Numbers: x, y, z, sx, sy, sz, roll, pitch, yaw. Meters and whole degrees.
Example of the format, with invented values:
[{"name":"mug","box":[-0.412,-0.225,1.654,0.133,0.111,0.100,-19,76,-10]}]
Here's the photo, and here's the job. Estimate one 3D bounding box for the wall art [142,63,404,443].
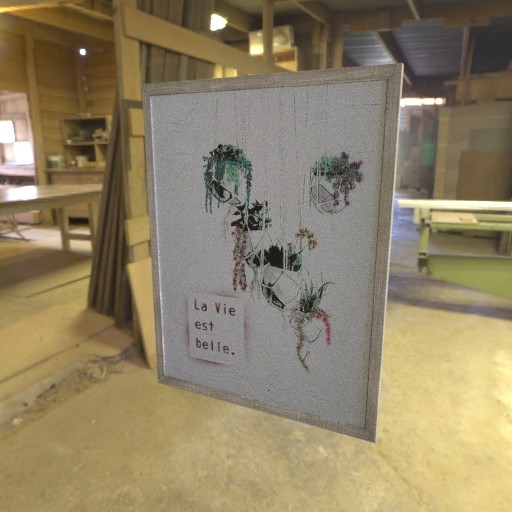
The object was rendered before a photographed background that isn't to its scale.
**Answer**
[{"name":"wall art","box":[0.000,0.000,1.341,0.781,1.022,0.035,6,15,25]}]
